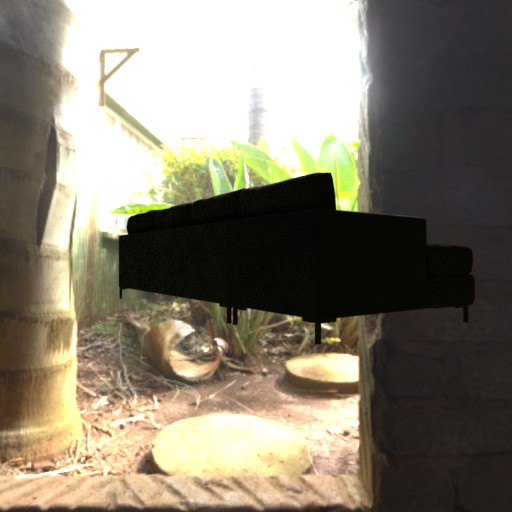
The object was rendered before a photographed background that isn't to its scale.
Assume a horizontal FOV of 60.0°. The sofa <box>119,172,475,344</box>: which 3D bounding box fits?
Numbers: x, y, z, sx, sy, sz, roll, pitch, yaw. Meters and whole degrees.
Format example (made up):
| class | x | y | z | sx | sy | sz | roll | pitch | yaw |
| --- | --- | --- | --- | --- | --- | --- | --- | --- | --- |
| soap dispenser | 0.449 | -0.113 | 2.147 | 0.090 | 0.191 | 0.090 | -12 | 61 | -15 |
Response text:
| class | x | y | z | sx | sy | sz | roll | pitch | yaw |
| --- | --- | --- | --- | --- | --- | --- | --- | --- | --- |
| sofa | 0.000 | 0.000 | 4.137 | 1.500 | 0.967 | 3.400 | 0 | 0 | -35 |
